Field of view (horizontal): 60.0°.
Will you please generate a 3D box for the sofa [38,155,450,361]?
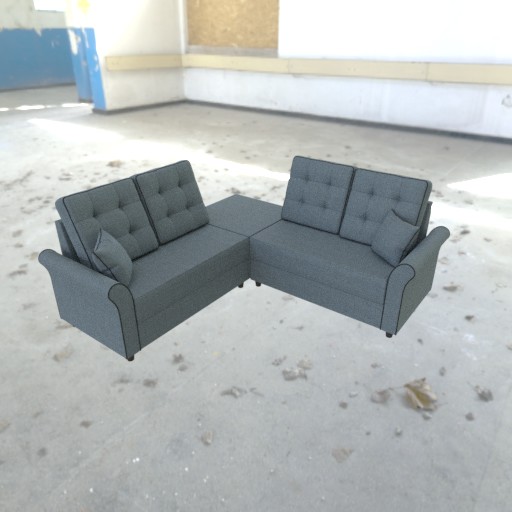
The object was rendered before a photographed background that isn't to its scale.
[{"bbox_3d":[0.000,0.000,3.162,2.070,0.988,2.068,19,33,32],"label":"sofa"}]
